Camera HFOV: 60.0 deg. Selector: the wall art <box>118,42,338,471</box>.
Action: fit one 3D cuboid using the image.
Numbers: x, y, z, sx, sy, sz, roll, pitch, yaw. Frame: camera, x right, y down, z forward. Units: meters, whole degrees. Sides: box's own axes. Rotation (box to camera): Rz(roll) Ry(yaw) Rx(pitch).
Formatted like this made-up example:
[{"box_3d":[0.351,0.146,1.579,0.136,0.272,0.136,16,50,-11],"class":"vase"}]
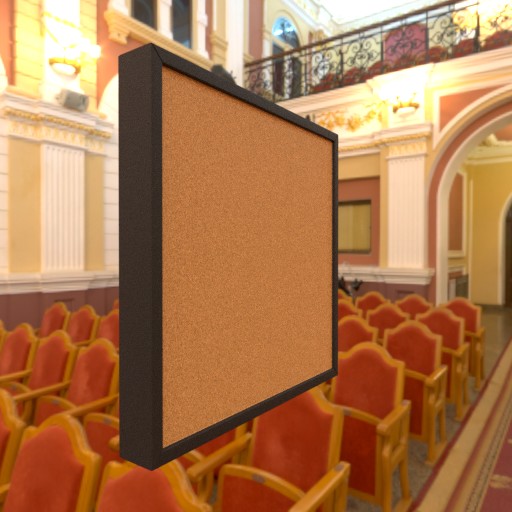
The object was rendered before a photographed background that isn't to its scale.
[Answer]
[{"box_3d":[0.000,0.000,0.448,0.037,0.305,0.305,0,1,36],"class":"wall art"}]
